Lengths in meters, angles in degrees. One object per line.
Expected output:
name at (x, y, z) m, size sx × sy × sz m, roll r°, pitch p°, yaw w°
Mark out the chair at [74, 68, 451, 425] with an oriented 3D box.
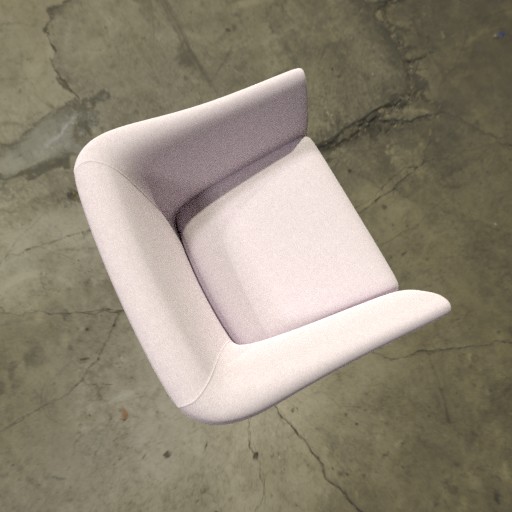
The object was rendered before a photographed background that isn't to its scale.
chair at (0.000, 0.000, 1.336) m, size 0.700 × 0.720 × 0.790 m, roll -26°, pitch 76°, yaw -7°
